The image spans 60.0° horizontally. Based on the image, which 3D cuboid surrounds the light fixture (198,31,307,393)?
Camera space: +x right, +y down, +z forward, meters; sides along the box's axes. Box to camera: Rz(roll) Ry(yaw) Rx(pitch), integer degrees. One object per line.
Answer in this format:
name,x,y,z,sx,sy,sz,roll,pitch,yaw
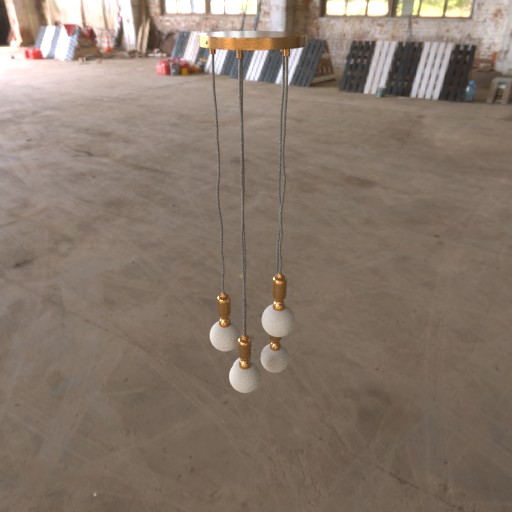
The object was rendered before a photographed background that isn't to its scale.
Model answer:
light fixture,0.000,0.000,0.509,0.105,0.457,0.108,-20,36,-31
